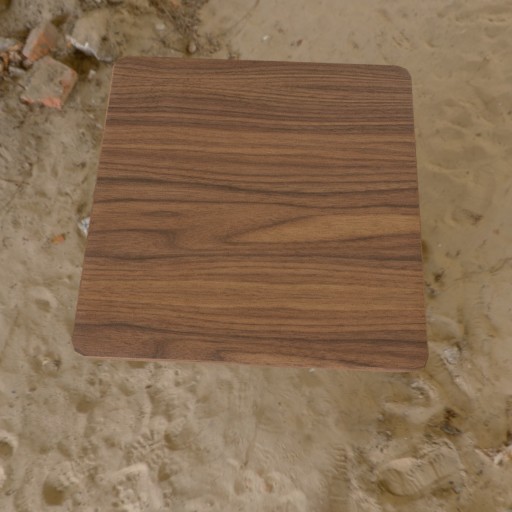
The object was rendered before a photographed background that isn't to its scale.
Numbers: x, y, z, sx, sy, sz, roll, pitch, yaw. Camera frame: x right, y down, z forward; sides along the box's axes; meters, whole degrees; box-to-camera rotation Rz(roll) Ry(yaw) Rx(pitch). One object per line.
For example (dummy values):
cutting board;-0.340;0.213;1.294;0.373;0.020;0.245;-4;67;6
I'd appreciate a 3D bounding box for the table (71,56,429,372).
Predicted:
table;0.000;0.000;0.959;0.480;0.641;0.479;2;74;1
